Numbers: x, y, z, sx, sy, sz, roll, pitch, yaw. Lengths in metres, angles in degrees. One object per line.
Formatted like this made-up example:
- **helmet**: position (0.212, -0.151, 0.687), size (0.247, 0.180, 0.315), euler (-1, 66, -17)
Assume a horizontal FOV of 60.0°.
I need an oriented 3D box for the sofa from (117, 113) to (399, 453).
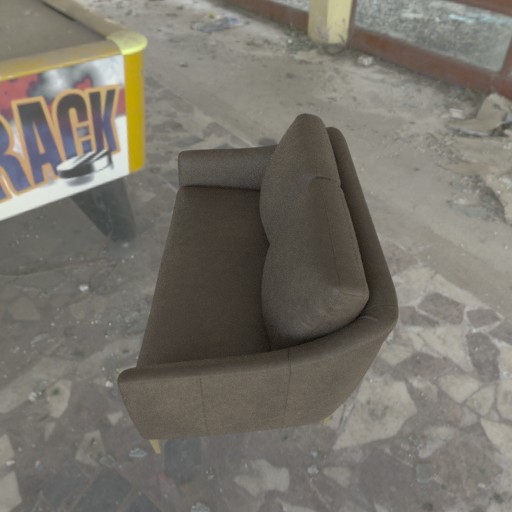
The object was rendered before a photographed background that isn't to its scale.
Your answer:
- **sofa**: position (0.000, 0.000, 2.156), size (0.960, 0.902, 1.619), euler (0, 41, 0)
